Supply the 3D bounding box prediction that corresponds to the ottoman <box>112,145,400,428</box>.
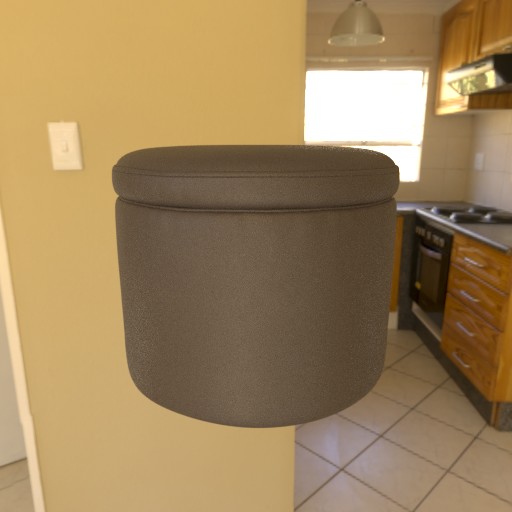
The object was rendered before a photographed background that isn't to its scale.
[{"bbox_3d":[0.000,0.000,0.842,0.500,0.409,0.500,0,14,0],"label":"ottoman"}]
